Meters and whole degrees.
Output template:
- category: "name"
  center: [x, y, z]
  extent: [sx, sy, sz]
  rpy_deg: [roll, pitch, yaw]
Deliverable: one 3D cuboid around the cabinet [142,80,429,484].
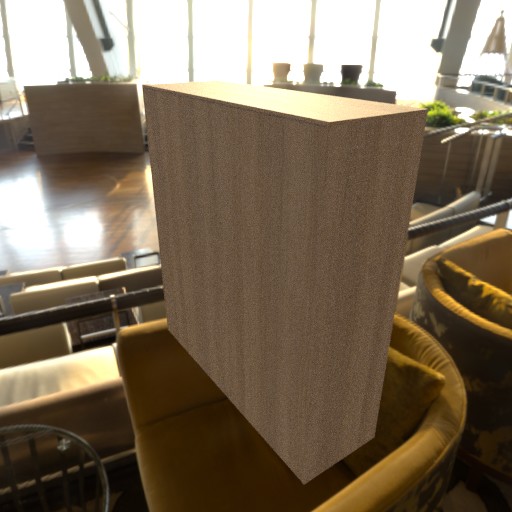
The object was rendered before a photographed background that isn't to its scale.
- category: "cabinet"
  center: [0.000, 0.000, 2.985]
  extent: [0.620, 2.060, 1.870]
  rpy_deg: [-17, 31, -31]
